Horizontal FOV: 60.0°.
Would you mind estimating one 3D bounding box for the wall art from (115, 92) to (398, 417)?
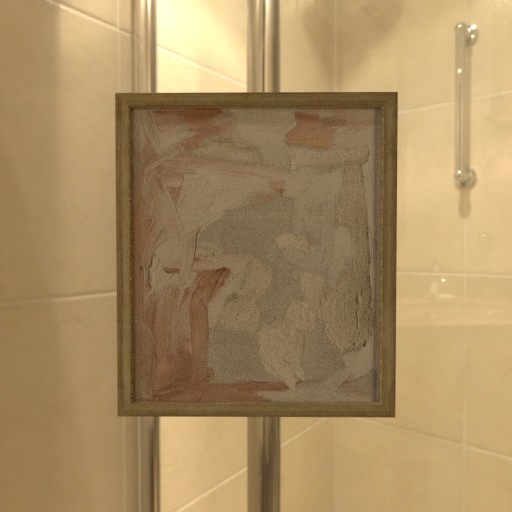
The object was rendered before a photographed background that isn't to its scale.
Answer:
[{"bbox_3d":[0.000,0.000,0.766,0.483,0.559,0.009,0,1,1],"label":"wall art"}]
